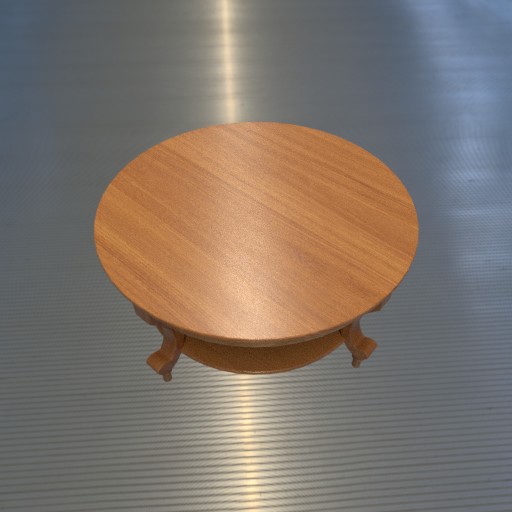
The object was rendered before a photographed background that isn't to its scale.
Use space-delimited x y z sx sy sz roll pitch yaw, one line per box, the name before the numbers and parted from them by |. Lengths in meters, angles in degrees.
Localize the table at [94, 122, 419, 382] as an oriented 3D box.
table | 0.000 0.000 1.614 1.029 0.490 1.029 0 47 0
